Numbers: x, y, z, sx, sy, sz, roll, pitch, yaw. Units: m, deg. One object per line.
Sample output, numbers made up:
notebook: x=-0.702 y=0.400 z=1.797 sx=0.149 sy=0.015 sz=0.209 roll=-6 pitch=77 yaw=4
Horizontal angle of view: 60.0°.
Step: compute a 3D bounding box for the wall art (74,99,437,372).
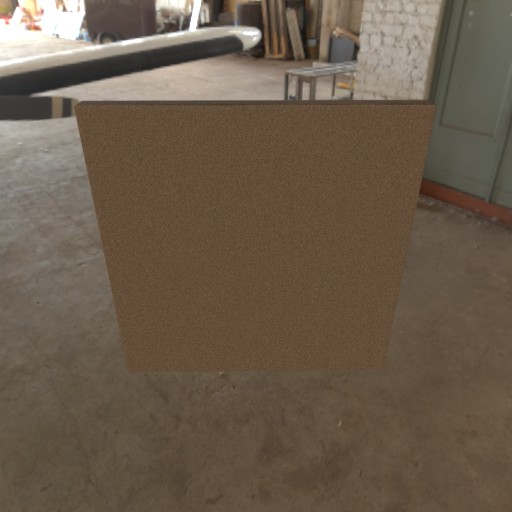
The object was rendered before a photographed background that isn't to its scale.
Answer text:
wall art: x=0.000 y=0.000 z=1.124 sx=0.749 sy=0.751 sz=0.050 roll=0 pitch=31 yaw=-1
